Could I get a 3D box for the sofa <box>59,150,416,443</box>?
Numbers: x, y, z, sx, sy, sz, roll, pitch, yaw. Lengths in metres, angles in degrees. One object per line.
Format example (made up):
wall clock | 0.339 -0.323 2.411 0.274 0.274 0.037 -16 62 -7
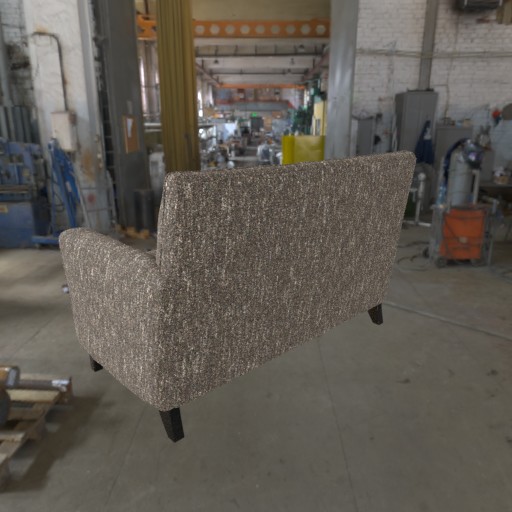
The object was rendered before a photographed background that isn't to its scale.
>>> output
sofa | 0.000 0.000 2.099 1.519 0.946 0.801 -16 23 -42
